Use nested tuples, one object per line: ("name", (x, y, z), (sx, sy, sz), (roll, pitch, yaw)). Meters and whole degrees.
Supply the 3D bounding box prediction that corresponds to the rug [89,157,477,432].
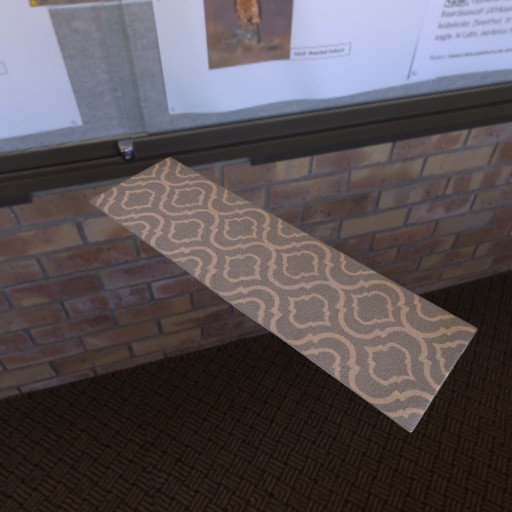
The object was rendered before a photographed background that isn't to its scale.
("rug", (0.000, 0.000, 2.503), (2.275, 0.009, 0.684), (32, 54, 28))
